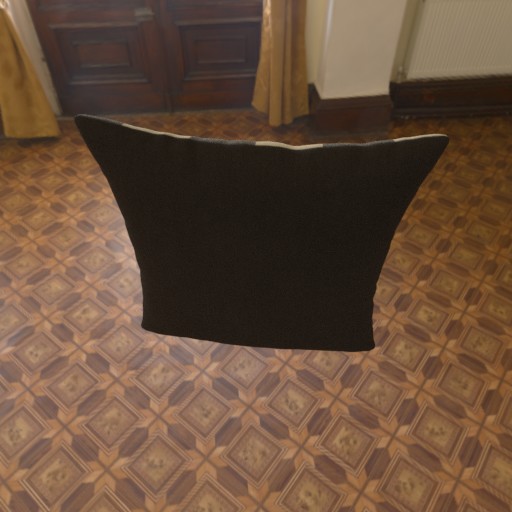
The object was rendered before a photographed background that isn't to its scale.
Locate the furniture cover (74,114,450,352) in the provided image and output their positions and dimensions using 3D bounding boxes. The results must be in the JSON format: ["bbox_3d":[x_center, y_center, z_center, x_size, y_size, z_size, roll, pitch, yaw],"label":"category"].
[{"bbox_3d":[0.000,0.000,0.780,0.511,0.509,0.161,4,46,4],"label":"furniture cover"}]
